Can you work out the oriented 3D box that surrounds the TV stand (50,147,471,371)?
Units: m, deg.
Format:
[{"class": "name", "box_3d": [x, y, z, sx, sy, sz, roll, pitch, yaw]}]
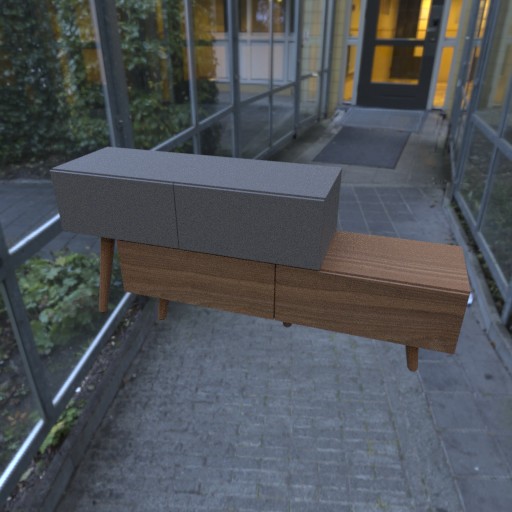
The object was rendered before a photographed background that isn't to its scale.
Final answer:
[{"class": "TV stand", "box_3d": [0.000, 0.000, 1.556, 1.336, 0.591, 0.329, 9, 29, 16]}]
